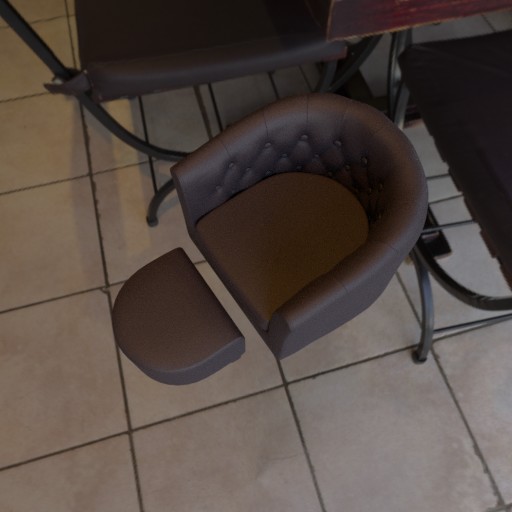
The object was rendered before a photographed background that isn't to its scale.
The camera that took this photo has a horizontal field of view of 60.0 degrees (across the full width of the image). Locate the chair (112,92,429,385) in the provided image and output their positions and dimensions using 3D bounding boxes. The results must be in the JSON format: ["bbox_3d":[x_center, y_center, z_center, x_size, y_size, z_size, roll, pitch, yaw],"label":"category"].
[{"bbox_3d":[0.000,0.000,1.693,1.191,0.760,0.763,-32,68,-15],"label":"chair"}]
